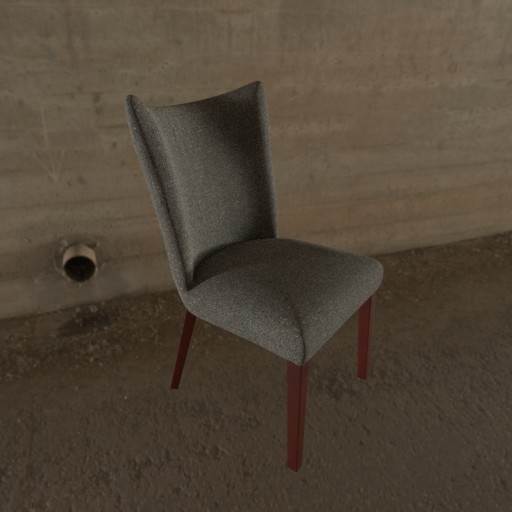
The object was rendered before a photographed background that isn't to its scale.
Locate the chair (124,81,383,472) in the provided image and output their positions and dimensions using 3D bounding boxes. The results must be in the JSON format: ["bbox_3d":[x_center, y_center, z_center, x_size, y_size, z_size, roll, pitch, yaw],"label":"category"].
[{"bbox_3d":[0.000,0.000,1.312,0.623,0.924,0.535,18,31,32],"label":"chair"}]
